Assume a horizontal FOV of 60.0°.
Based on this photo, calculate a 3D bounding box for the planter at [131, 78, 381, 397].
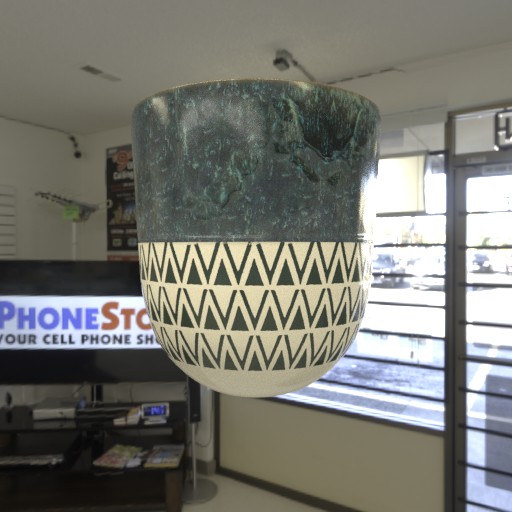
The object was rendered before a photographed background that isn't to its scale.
[{"bbox_3d":[0.000,0.000,0.360,0.195,0.214,0.195,0,1,0],"label":"planter"}]
